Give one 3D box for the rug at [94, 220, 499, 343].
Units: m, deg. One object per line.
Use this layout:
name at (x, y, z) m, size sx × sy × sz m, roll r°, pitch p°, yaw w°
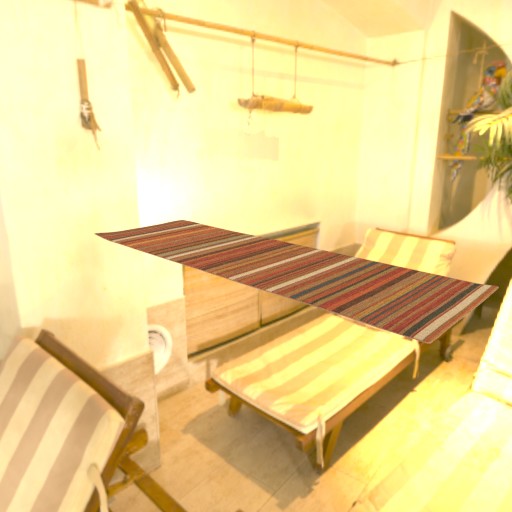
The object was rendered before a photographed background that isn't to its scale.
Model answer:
rug at (0.000, 0.000, 2.645) m, size 2.444 × 0.030 × 0.799 m, roll 14°, pitch 21°, yaw 41°
